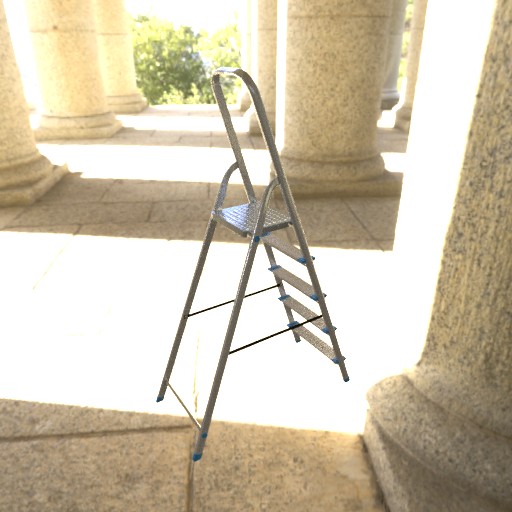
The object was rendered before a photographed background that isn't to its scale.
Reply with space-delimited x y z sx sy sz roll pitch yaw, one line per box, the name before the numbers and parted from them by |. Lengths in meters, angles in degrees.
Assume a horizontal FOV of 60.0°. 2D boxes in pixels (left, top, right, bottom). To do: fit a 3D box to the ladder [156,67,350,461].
ladder | 0.000 0.000 2.100 0.990 1.648 0.468 -16 30 -30
